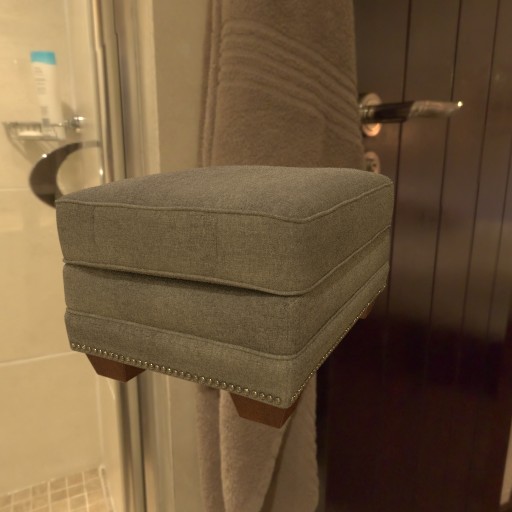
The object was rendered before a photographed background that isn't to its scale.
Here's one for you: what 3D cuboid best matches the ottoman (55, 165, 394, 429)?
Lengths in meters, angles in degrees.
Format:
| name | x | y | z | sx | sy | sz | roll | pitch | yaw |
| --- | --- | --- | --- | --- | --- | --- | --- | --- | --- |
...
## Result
| name | x | y | z | sx | sy | sz | roll | pitch | yaw |
| --- | --- | --- | --- | --- | --- | --- | --- | --- | --- |
| ottoman | 0.000 | 0.000 | 1.151 | 0.561 | 0.457 | 0.813 | 6 | 14 | 27 |
